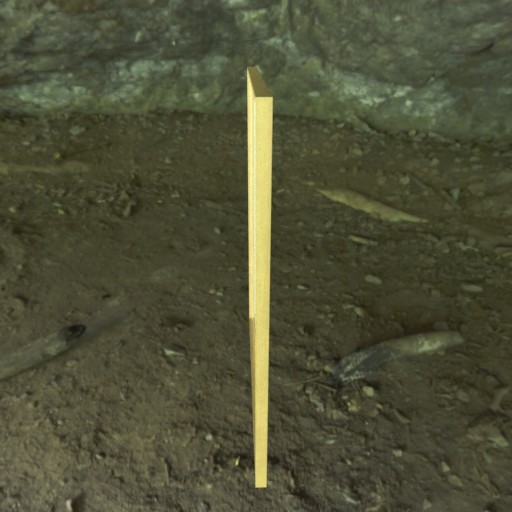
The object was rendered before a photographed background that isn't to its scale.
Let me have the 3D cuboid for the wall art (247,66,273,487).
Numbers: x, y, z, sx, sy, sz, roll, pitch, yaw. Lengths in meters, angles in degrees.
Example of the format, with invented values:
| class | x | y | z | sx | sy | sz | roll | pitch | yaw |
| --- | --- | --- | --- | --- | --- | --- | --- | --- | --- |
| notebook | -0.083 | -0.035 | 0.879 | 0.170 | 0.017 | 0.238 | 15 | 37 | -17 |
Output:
| class | x | y | z | sx | sy | sz | roll | pitch | yaw |
| --- | --- | --- | --- | --- | --- | --- | --- | --- | --- |
| wall art | 0.000 | 0.000 | 1.333 | 0.030 | 1.002 | 0.798 | -1 | 27 | -2 |
